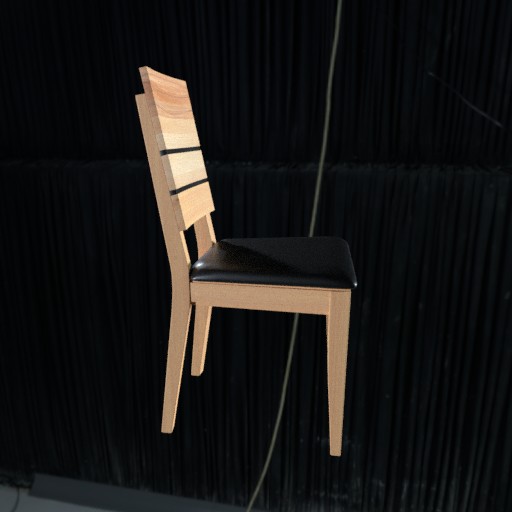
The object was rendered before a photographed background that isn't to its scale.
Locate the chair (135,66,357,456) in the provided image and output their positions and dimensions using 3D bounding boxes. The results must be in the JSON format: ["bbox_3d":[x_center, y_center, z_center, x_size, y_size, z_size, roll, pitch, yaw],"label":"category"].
[{"bbox_3d":[0.000,0.000,1.222,0.520,0.940,0.410,2,15,8],"label":"chair"}]
